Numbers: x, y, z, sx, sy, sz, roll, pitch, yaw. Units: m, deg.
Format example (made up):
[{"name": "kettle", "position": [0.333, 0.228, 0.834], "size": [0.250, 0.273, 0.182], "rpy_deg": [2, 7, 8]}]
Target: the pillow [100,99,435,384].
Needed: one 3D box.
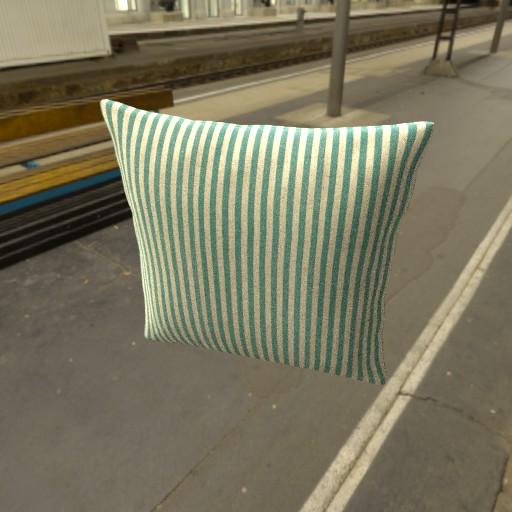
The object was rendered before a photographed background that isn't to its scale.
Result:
[{"name": "pillow", "position": [0.000, 0.000, 0.792], "size": [0.523, 0.510, 0.166], "rpy_deg": [8, 32, 14]}]
